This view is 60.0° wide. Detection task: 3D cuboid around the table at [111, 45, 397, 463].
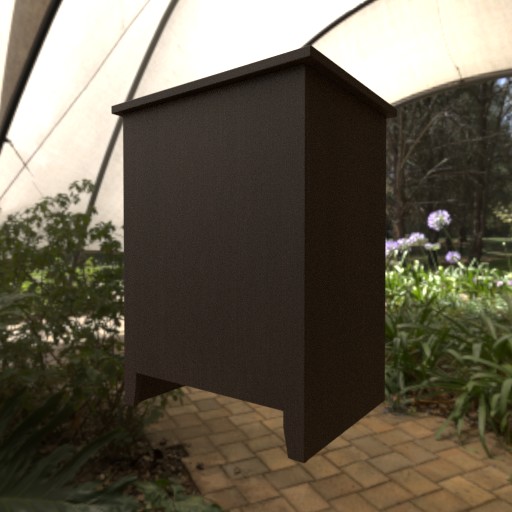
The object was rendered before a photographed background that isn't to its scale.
[{"bbox_3d":[0.000,0.000,0.955,0.480,0.635,0.381,1,1,36],"label":"table"}]
